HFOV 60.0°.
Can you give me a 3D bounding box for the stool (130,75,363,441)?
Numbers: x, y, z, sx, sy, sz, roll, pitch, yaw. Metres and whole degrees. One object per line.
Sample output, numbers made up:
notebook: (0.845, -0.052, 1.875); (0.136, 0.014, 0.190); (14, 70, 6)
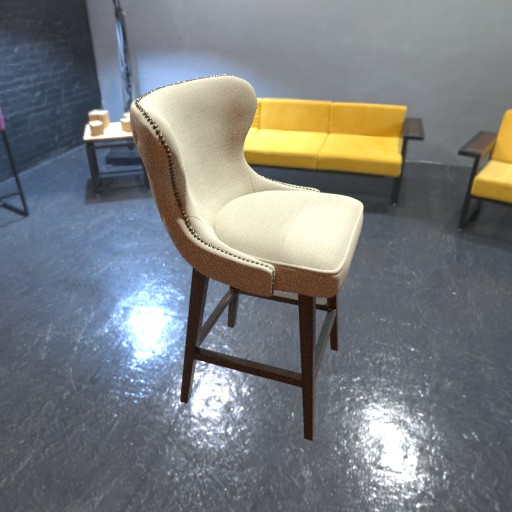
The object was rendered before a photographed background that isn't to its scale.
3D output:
stool: (0.000, 0.000, 1.380); (0.597, 0.972, 0.615); (10, 32, 17)
